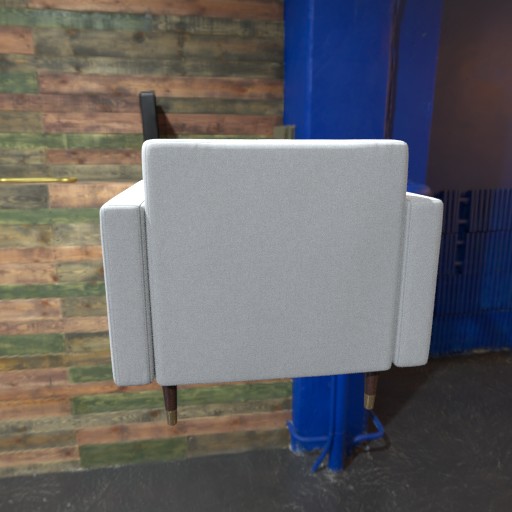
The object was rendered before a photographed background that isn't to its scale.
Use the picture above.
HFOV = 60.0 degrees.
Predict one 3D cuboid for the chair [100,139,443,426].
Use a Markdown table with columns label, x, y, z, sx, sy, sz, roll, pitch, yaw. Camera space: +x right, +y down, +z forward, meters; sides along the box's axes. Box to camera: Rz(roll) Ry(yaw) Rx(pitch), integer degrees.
| label | x | y | z | sx | sy | sz | roll | pitch | yaw |
| --- | --- | --- | --- | --- | --- | --- | --- | --- | --- |
| chair | 0.000 | 0.000 | 1.639 | 0.953 | 0.819 | 0.998 | -2 | 14 | -8 |
